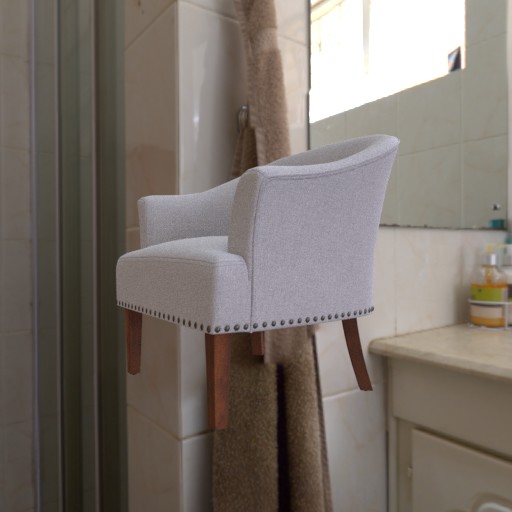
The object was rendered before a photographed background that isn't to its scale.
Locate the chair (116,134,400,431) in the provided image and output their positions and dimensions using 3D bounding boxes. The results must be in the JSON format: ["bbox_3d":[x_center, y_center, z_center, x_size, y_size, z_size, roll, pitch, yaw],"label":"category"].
[{"bbox_3d":[0.000,0.000,1.442,0.704,0.815,0.798,0,1,-35],"label":"chair"}]
